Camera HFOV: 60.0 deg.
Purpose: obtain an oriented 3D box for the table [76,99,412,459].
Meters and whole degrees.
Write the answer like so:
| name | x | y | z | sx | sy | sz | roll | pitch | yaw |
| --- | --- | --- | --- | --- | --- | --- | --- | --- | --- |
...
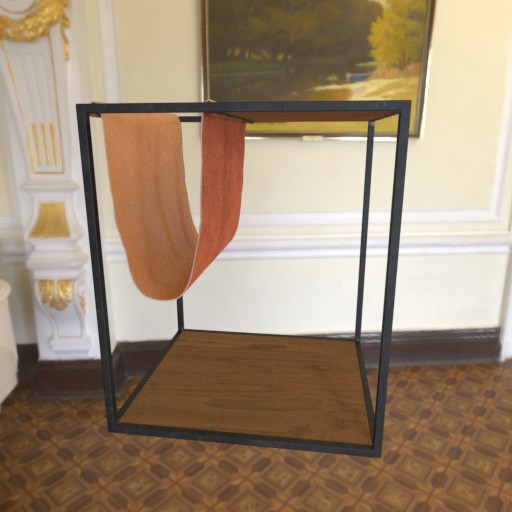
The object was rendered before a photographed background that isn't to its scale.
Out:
| name | x | y | z | sx | sy | sz | roll | pitch | yaw |
| --- | --- | --- | --- | --- | --- | --- | --- | --- | --- |
| table | 0.000 | 0.000 | 0.843 | 0.450 | 0.536 | 0.399 | 2 | 15 | 8 |
